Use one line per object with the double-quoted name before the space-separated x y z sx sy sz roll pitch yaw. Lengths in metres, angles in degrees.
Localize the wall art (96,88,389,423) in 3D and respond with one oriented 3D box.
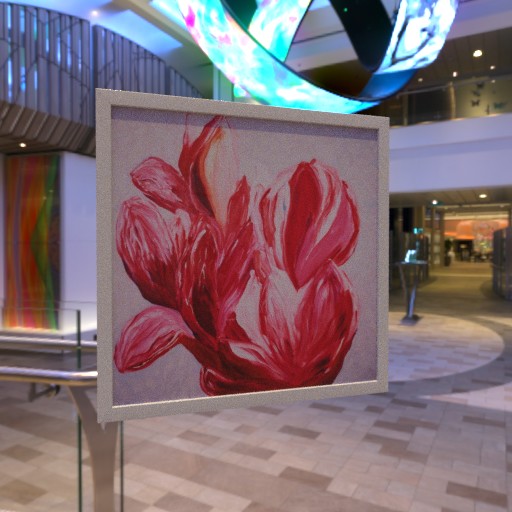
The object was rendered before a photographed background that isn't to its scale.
"wall art" 0.000 0.000 0.981 0.664 0.661 0.020 0 1 -17
